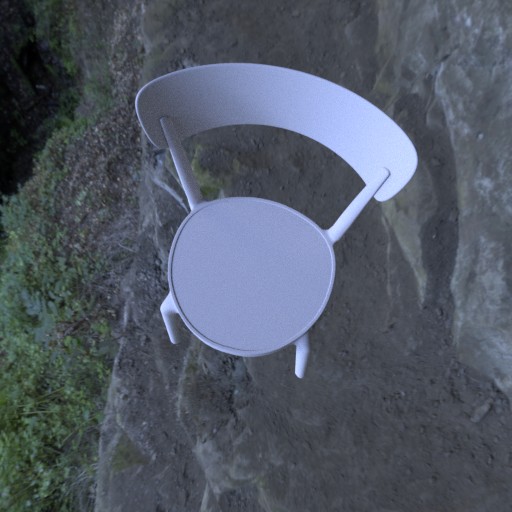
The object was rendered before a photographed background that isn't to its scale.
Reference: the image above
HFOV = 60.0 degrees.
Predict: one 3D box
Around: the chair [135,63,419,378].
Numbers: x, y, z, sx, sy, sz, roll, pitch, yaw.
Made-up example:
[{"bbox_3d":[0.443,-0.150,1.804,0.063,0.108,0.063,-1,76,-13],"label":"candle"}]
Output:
[{"bbox_3d":[0.000,0.000,1.103,0.506,0.790,0.491,14,75,4],"label":"chair"}]
